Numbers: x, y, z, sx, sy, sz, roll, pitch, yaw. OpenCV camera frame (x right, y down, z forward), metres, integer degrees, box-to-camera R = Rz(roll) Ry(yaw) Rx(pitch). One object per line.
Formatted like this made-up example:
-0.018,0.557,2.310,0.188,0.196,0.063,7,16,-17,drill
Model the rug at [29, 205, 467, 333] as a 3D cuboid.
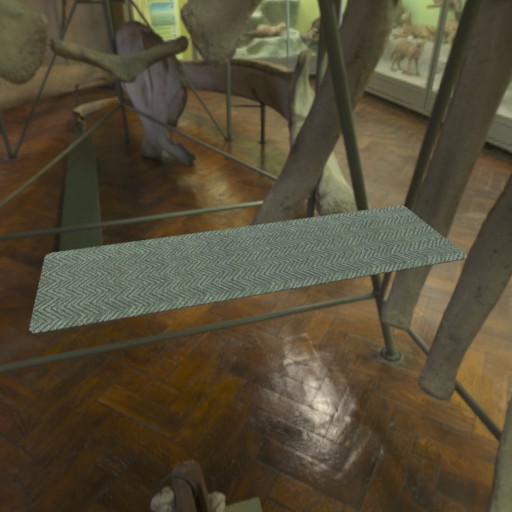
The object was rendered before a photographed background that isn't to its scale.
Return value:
0.000,0.000,2.498,2.286,0.008,0.686,-9,34,-13,rug
